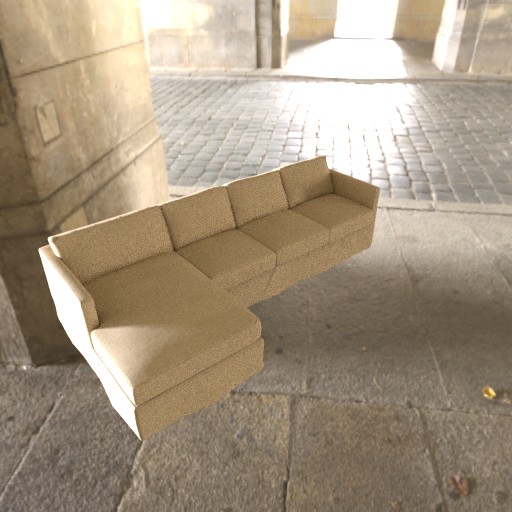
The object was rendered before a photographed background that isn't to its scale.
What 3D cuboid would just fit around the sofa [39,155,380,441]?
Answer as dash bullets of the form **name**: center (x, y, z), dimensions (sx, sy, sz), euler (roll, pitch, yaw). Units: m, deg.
- **sofa**: center (0.000, 0.000, 3.971), dimensions (3.205, 0.922, 1.650), euler (-23, 38, -33)
